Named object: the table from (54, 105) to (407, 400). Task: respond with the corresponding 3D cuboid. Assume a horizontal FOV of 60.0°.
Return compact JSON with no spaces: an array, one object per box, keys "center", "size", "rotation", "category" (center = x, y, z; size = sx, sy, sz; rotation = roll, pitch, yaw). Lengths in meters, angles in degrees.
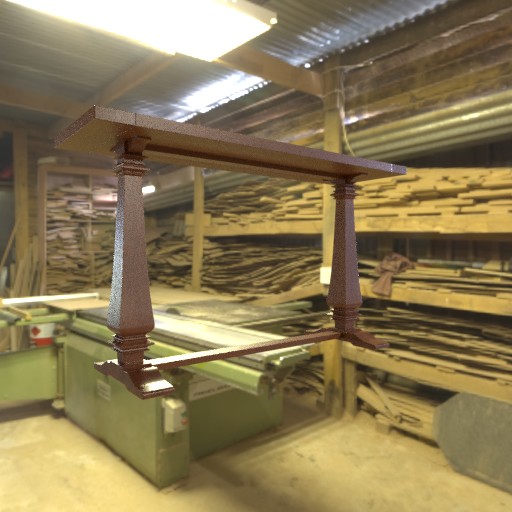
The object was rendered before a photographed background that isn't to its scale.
[{"center":[0.000,0.000,1.863],"size":[1.478,0.852,0.461],"rotation":[-1,1,-38],"category":"table"}]
